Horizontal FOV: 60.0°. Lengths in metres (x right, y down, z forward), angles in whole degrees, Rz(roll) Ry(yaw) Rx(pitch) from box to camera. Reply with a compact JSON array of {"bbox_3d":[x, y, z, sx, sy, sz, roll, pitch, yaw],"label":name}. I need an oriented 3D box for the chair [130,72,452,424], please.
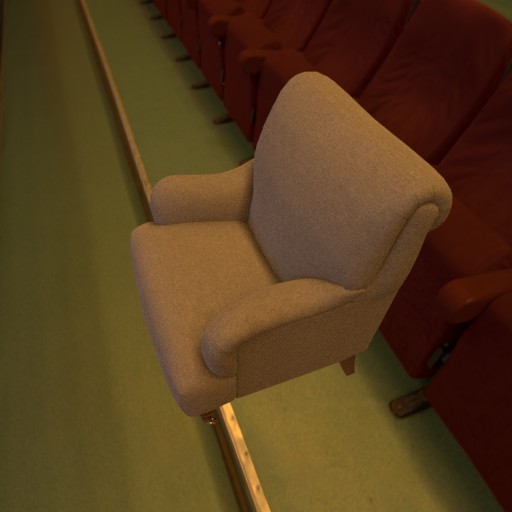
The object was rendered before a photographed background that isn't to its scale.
[{"bbox_3d":[0.000,0.000,1.554,0.843,0.942,0.766,-16,48,-15],"label":"chair"}]
